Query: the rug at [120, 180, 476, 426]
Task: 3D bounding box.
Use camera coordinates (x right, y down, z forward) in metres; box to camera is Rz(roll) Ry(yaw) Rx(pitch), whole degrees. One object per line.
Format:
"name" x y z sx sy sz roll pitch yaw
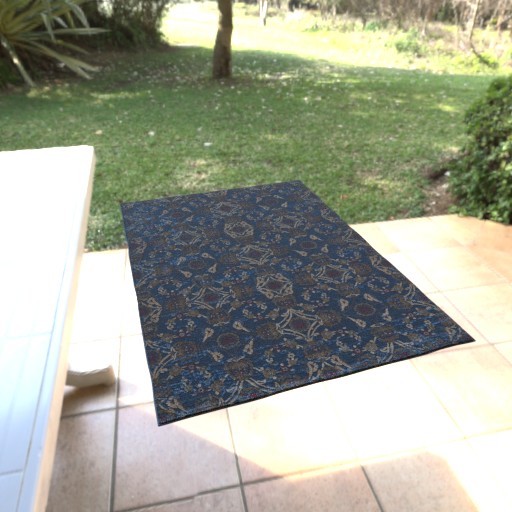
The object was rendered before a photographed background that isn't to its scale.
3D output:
"rug" 0.000 0.000 2.876 1.567 0.014 2.207 -10 33 -16
